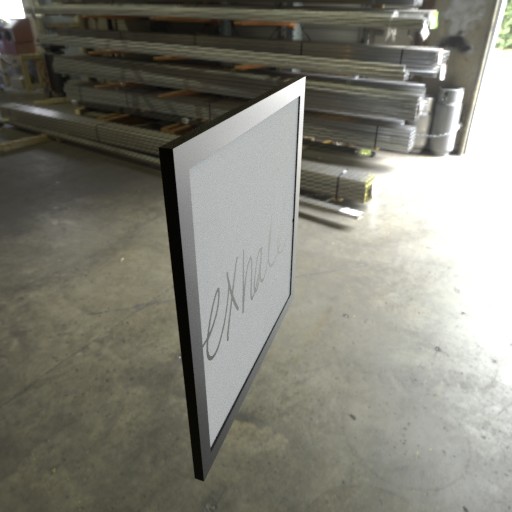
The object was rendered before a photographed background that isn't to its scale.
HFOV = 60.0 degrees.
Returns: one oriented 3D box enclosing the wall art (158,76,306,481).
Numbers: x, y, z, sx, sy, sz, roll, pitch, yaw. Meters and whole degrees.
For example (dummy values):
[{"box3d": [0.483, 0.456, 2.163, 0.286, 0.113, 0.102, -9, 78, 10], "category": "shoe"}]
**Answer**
[{"box3d": [0.000, 0.000, 0.659, 0.014, 0.445, 0.446, 10, 31, 17], "category": "wall art"}]
